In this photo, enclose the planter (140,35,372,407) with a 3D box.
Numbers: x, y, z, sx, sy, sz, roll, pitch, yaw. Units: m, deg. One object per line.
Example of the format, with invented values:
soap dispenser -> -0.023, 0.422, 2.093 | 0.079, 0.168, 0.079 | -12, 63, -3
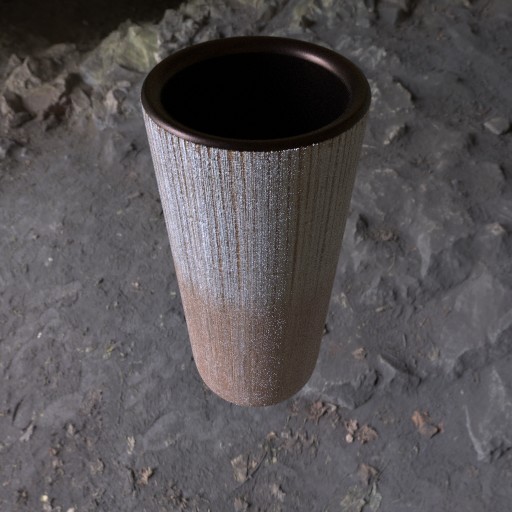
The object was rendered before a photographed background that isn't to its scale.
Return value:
planter -> 0.000, 0.000, 0.276 | 0.100, 0.227, 0.100 | -32, 55, -25
